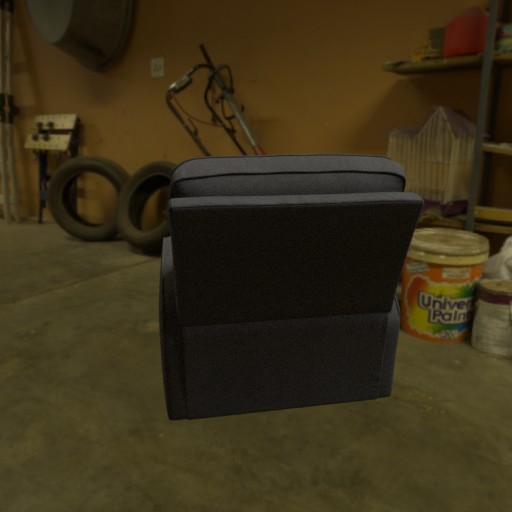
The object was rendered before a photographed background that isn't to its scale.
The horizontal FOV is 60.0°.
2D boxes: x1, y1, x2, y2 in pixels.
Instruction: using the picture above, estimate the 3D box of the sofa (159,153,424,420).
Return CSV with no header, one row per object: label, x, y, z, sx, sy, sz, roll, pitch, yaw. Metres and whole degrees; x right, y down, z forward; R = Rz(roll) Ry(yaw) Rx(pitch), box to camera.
sofa,0.000,0.000,2.036,0.861,0.959,1.472,-3,16,-10
